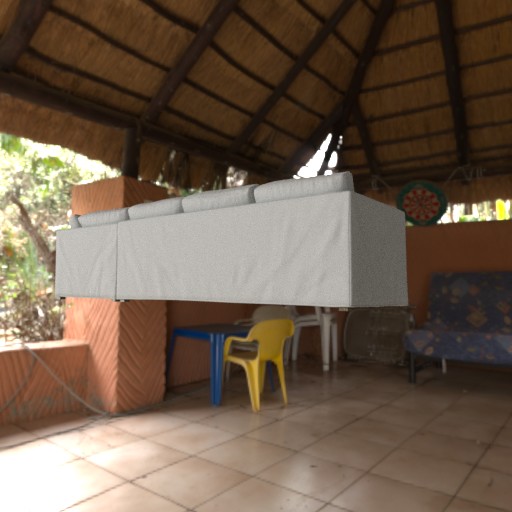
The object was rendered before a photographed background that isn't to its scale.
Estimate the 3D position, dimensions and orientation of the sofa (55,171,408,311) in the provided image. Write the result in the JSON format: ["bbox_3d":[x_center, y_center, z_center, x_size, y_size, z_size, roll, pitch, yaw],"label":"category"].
[{"bbox_3d":[0.000,0.000,4.391,3.182,0.871,2.432,-3,-4,37],"label":"sofa"}]
